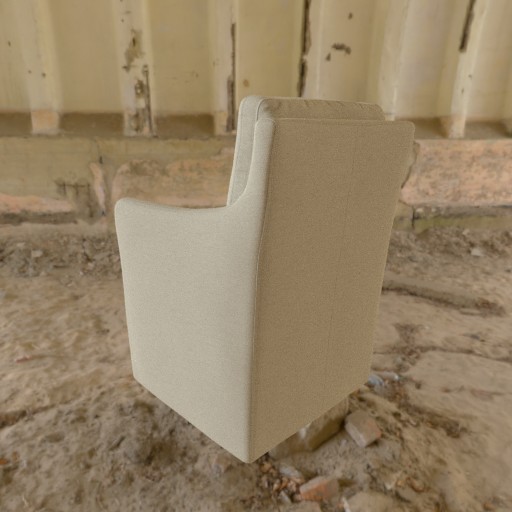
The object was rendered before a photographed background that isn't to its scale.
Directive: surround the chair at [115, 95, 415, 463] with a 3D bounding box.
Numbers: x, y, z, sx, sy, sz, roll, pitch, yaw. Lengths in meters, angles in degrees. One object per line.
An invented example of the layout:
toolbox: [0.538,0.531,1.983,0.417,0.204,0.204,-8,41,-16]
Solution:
chair: [0.000,0.000,1.388,0.626,0.914,0.694,-15,22,-42]
